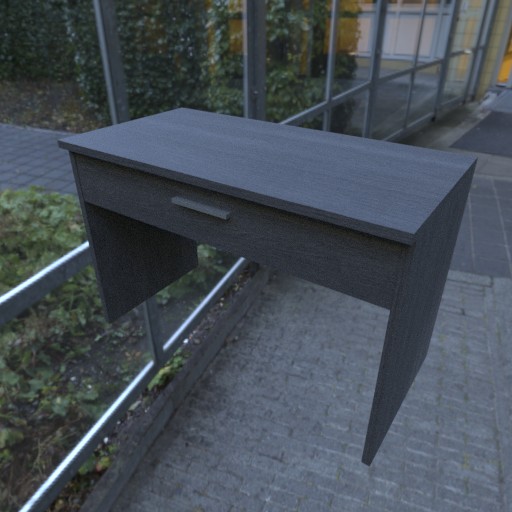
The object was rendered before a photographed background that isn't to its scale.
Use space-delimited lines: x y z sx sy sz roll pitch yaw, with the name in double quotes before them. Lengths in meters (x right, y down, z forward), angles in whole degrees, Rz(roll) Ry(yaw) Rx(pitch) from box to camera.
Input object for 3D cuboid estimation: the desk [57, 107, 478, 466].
"desk" 0.000 0.000 1.474 1.099 0.729 0.557 19 35 29
